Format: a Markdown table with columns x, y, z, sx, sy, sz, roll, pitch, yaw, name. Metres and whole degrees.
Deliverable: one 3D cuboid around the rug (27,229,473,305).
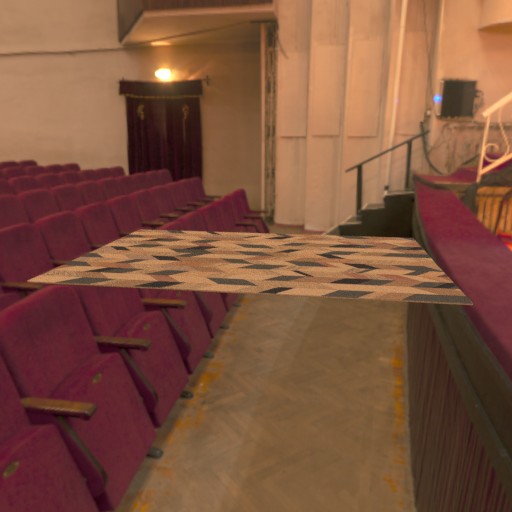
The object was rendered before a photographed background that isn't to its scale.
| x | y | z | sx | sy | sz | roll | pitch | yaw | name |
| --- | --- | --- | --- | --- | --- | --- | --- | --- | --- |
| 0.000 | 0.000 | 2.341 | 1.813 | 0.006 | 1.202 | 2 | 14 | 9 | rug |
